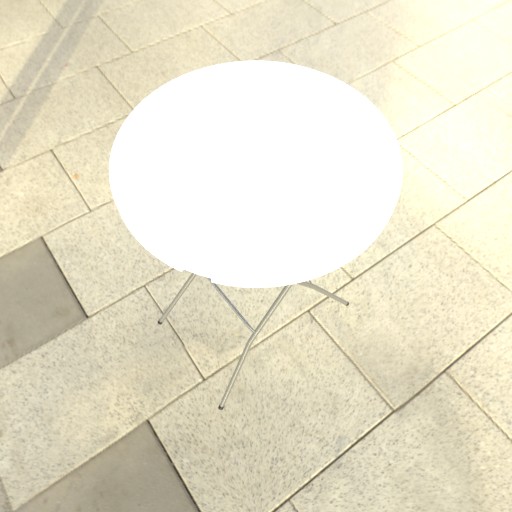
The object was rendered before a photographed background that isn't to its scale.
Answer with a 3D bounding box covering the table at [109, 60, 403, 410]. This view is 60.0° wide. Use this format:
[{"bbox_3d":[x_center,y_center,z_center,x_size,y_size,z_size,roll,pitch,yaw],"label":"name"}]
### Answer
[{"bbox_3d":[0.000,0.000,1.678,0.795,1.105,0.792,-34,64,-19],"label":"table"}]
